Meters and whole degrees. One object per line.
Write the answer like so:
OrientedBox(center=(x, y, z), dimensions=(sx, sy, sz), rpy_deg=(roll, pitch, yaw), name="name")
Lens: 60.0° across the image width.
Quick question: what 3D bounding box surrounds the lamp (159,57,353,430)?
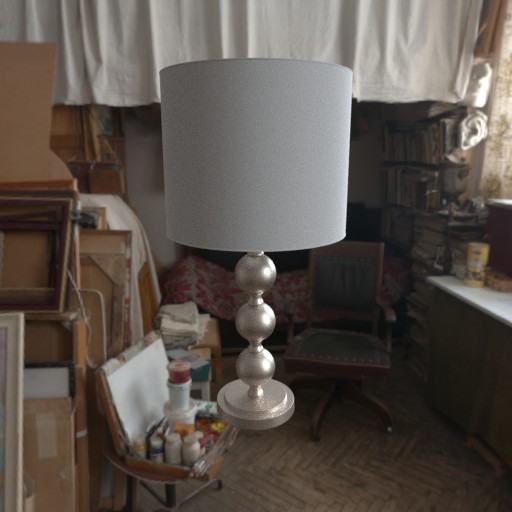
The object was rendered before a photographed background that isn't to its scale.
OrientedBox(center=(0.000, 0.000, 0.707), dimensions=(0.277, 0.538, 0.277), rpy_deg=(13, 19, 42), name="lamp")
